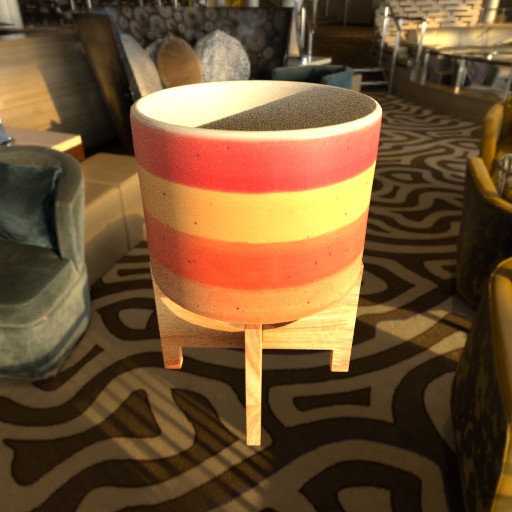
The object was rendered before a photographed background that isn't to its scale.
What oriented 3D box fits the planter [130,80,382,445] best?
[{"bbox_3d":[0.000,0.000,0.559,0.269,0.379,0.269,0,31,0],"label":"planter"}]
